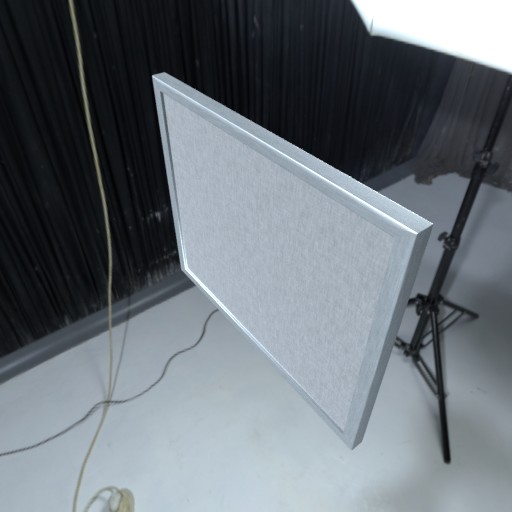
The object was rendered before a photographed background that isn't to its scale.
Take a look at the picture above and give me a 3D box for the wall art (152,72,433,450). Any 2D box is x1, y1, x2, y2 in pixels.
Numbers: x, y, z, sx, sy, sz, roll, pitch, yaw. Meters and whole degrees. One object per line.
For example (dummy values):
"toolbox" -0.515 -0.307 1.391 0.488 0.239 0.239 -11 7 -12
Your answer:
"wall art" 0.000 0.000 0.755 0.028 0.457 0.556 -27 48 -27
